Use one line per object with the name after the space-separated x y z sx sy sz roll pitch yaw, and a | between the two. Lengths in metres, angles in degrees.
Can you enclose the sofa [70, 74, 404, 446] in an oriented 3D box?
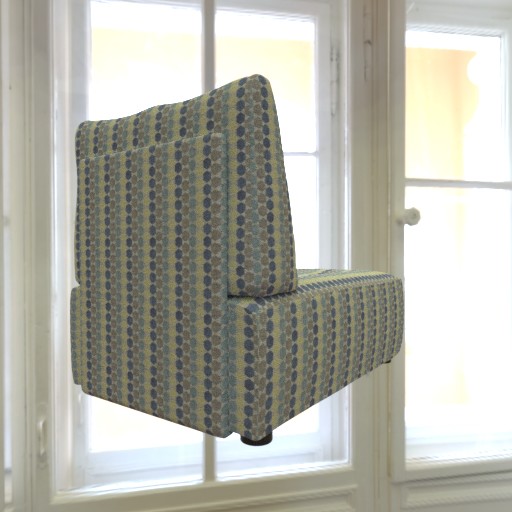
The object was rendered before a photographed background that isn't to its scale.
0.000 0.000 1.517 0.700 0.820 1.000 1 1 36 | sofa
